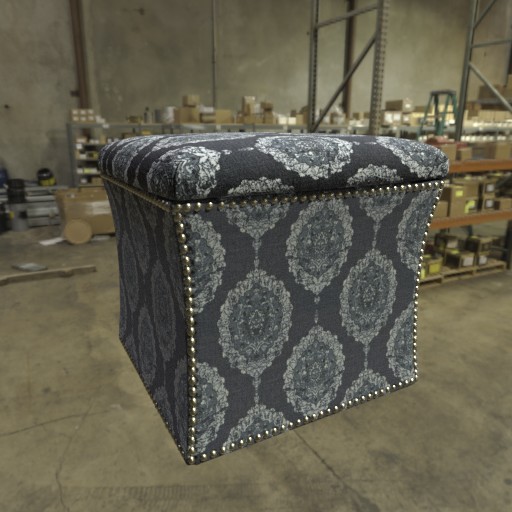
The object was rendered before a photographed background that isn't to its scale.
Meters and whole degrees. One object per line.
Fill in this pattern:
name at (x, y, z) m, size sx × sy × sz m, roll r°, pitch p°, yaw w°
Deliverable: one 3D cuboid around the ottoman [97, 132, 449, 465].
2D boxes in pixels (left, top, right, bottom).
ottoman at (0.000, 0.000, 0.883) m, size 0.507 × 0.475 × 0.497 m, roll -9°, pitch 18°, yaw -27°
